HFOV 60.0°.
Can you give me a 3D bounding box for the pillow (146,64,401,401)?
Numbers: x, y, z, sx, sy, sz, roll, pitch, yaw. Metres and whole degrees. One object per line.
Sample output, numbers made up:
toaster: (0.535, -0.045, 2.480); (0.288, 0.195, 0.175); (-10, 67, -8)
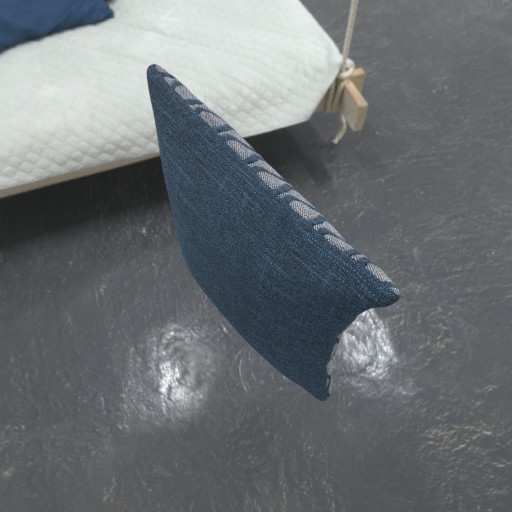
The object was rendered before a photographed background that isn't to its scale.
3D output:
pillow: (0.000, 0.000, 0.678); (0.159, 0.435, 0.435); (-35, 65, -19)
